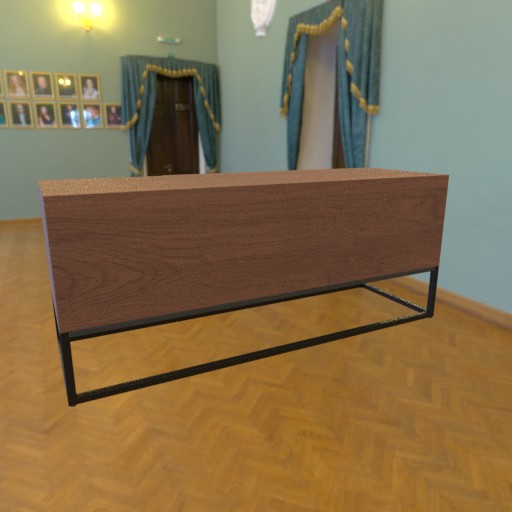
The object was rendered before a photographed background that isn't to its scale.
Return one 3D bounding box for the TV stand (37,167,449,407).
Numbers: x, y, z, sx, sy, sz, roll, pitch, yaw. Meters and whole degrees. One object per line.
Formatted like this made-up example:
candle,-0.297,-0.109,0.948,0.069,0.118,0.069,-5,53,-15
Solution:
TV stand,0.000,0.000,1.421,1.200,0.500,0.415,-7,17,-26
